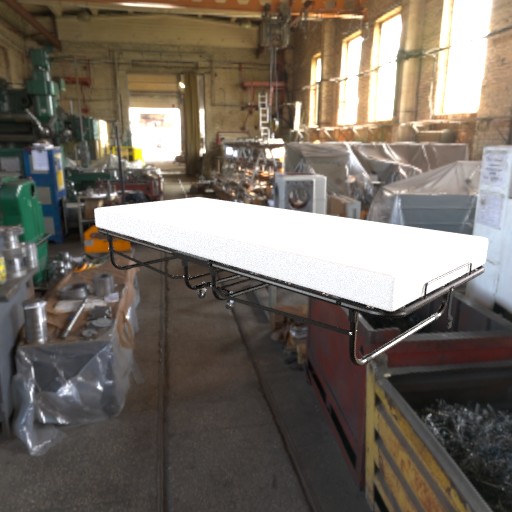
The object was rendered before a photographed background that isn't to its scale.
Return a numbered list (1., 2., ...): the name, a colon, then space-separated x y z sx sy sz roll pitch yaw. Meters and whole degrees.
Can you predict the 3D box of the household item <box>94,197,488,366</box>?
1. household item: 0.000 0.000 2.160 0.787 0.356 1.905 -14 20 -43
